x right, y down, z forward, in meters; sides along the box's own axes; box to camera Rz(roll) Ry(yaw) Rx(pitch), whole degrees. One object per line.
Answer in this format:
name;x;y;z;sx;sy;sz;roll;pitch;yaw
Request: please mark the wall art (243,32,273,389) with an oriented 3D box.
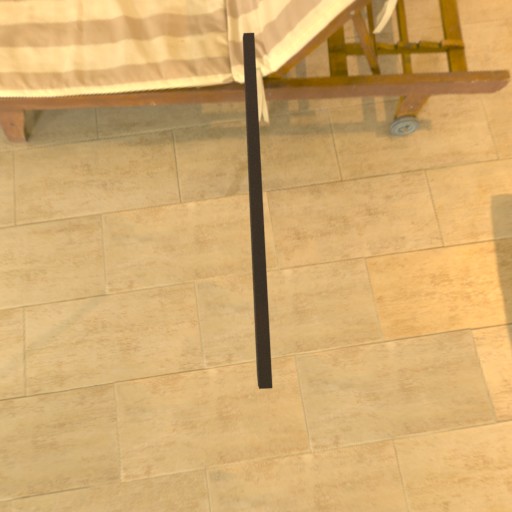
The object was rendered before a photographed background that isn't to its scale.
wall art;0.000;0.000;0.669;0.013;0.508;0.359;-2;76;-1
